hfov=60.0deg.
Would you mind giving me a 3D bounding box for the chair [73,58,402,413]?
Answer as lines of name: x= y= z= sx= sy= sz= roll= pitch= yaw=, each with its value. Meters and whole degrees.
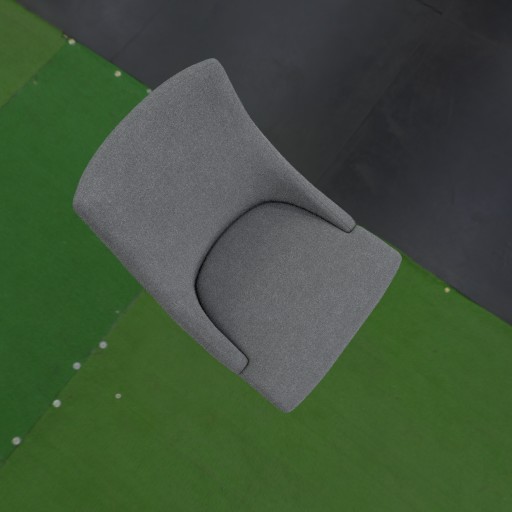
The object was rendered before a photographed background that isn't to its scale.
chair: x=0.000 y=0.000 z=1.507 sx=0.861 sy=0.909 sz=0.701 roll=38 pitch=79 yaw=9
